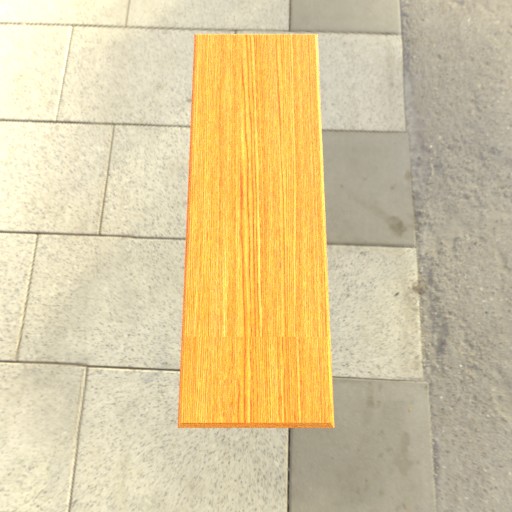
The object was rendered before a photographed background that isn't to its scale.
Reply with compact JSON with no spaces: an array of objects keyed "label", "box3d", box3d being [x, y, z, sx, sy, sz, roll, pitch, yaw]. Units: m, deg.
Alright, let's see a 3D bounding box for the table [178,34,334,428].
[{"label":"table","box3d":[0.000,0.000,1.153,0.254,0.711,0.762,0,75,0]}]
